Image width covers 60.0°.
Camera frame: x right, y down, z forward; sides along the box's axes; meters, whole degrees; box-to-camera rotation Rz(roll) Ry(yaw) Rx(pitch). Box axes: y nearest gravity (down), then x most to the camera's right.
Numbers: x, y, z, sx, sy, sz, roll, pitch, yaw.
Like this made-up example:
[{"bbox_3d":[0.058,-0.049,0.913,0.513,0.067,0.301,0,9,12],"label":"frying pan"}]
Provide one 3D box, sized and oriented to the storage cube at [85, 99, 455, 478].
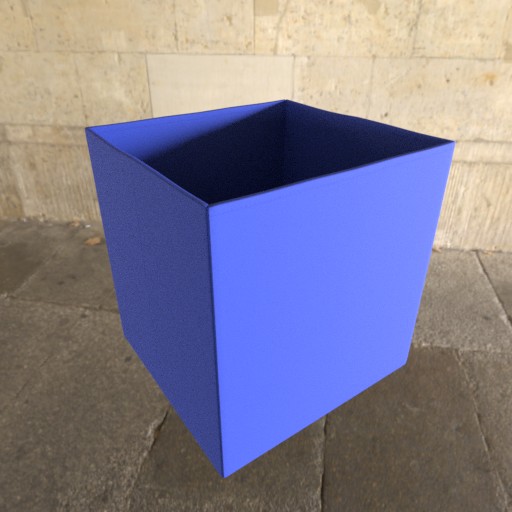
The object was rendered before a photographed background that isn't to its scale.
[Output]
[{"bbox_3d":[0.000,0.000,0.505,0.270,0.280,0.270,-19,35,-30],"label":"storage cube"}]
